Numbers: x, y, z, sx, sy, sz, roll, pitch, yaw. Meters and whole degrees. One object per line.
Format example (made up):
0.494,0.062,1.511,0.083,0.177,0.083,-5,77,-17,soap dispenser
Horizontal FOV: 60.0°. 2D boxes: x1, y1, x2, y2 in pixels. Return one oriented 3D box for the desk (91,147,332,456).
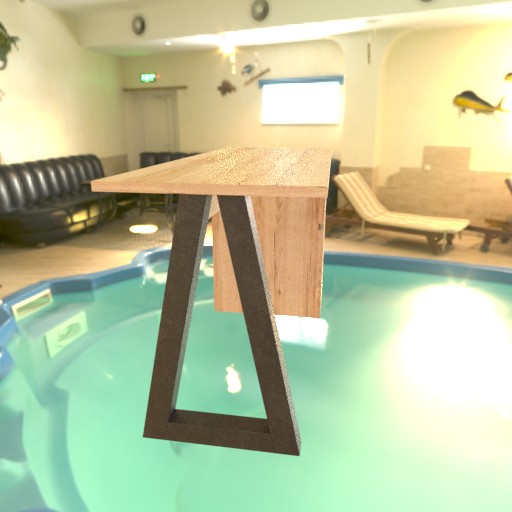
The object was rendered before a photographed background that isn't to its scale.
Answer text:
0.000,0.000,1.767,0.550,0.760,1.400,3,17,9,desk
